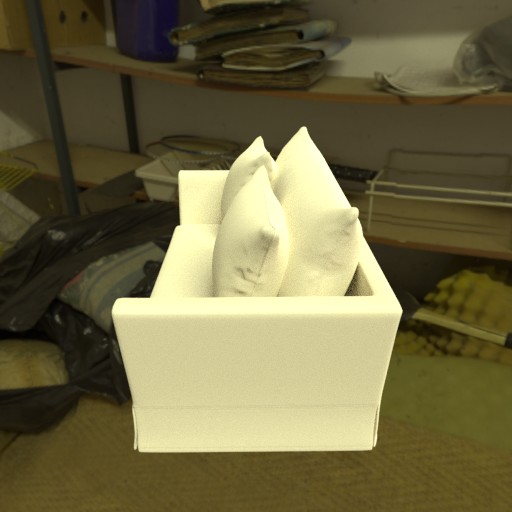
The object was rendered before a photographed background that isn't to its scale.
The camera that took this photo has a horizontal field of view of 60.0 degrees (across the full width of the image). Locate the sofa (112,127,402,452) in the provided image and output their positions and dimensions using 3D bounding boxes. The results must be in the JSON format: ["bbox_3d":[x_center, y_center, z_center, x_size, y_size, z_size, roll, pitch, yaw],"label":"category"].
[{"bbox_3d":[0.000,0.000,2.258,1.026,1.039,1.608,0,27,-1],"label":"sofa"}]
